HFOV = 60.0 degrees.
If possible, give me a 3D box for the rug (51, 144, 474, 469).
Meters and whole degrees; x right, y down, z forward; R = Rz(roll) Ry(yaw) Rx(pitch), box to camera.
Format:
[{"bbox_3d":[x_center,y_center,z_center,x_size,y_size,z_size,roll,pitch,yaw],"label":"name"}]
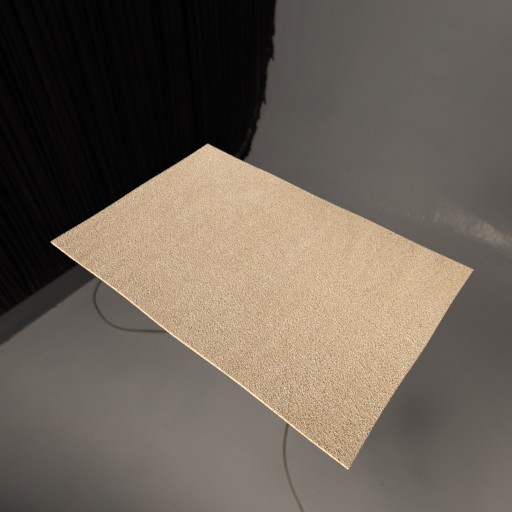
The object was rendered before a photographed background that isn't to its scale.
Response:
[{"bbox_3d":[0.000,0.000,3.394,2.699,0.025,1.800,30,53,26],"label":"rug"}]
